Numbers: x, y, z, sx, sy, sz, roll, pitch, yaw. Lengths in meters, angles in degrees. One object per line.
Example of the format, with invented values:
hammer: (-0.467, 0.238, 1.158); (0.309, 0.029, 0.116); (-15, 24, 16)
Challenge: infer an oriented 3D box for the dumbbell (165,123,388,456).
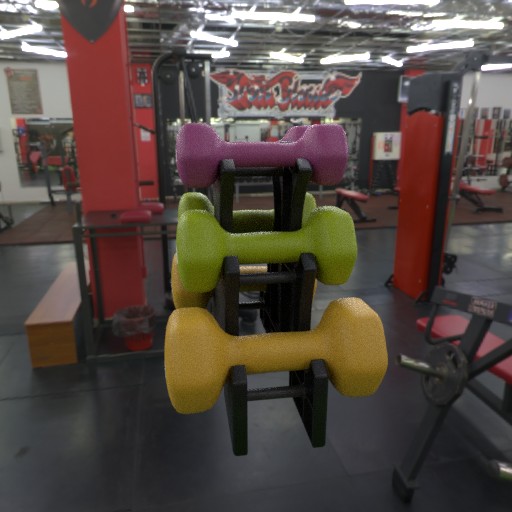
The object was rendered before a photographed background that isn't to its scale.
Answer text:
dumbbell: (0.000, 0.000, 0.477); (0.190, 0.271, 0.300); (-2, 15, -9)
